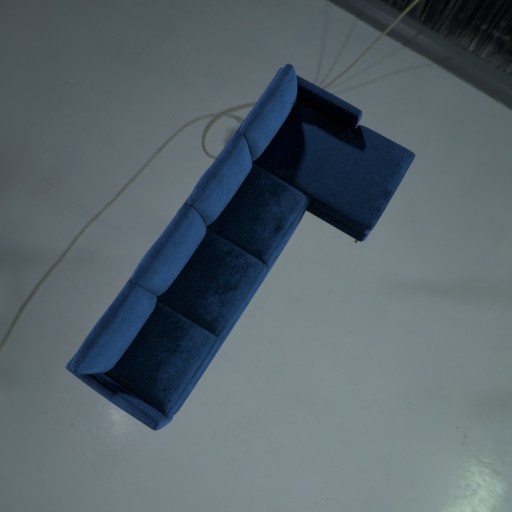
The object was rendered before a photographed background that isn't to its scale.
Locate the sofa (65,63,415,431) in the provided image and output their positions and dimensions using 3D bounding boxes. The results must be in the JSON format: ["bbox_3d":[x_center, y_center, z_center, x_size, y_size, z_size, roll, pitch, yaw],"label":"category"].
[{"bbox_3d":[0.000,0.000,3.480,1.350,0.810,2.932,32,78,7],"label":"sofa"}]
